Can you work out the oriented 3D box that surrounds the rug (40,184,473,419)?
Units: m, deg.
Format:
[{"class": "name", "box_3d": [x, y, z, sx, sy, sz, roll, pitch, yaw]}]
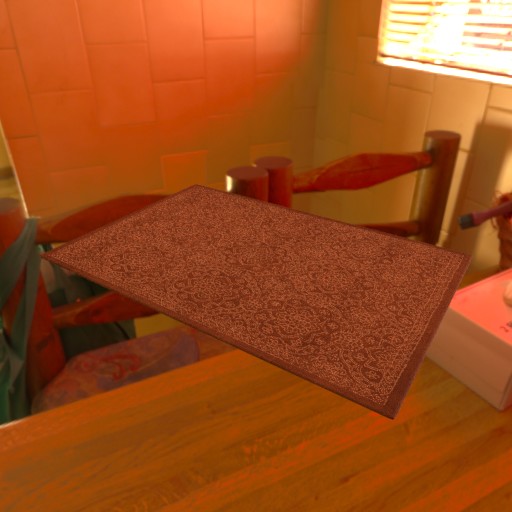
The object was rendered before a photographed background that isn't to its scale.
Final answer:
[{"class": "rug", "box_3d": [0.000, 0.000, 2.241, 1.829, 0.010, 1.219, 18, 35, 29]}]
